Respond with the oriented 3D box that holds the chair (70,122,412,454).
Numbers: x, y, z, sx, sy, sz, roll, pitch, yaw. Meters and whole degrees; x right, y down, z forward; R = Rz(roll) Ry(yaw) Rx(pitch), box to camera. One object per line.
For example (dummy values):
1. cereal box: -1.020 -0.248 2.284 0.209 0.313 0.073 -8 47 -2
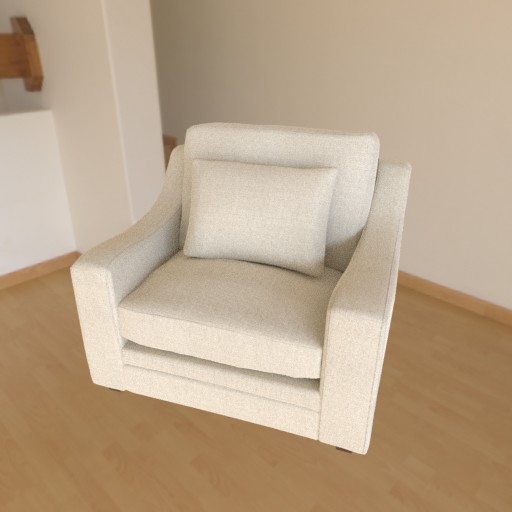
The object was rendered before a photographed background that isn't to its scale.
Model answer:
1. chair: 0.000 0.000 1.928 1.178 1.016 1.009 9 28 16
